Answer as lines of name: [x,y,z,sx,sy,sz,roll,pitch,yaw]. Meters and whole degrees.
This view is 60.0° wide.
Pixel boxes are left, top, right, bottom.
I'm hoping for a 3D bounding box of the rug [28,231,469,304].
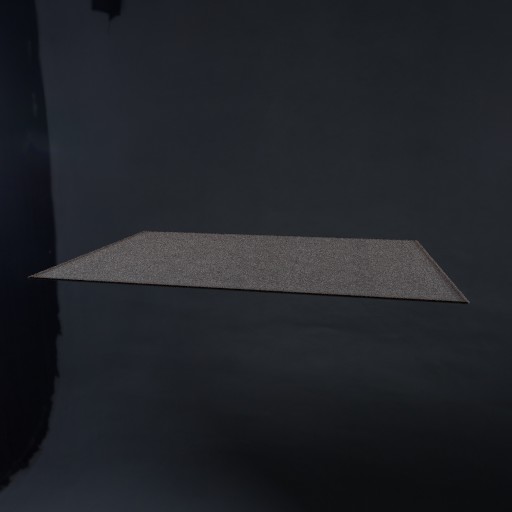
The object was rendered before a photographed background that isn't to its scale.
rug: [0.000,0.000,2.966,2.286,0.011,1.524,2,13,10]
